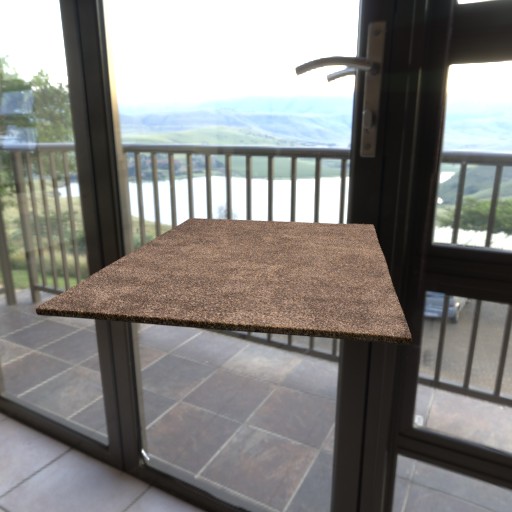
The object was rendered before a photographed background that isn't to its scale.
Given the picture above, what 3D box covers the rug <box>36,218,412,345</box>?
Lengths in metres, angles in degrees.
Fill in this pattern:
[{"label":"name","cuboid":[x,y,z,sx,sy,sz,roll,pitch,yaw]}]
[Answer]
[{"label":"rug","cuboid":[0.000,0.000,2.122,1.198,0.025,1.601,3,16,10]}]
